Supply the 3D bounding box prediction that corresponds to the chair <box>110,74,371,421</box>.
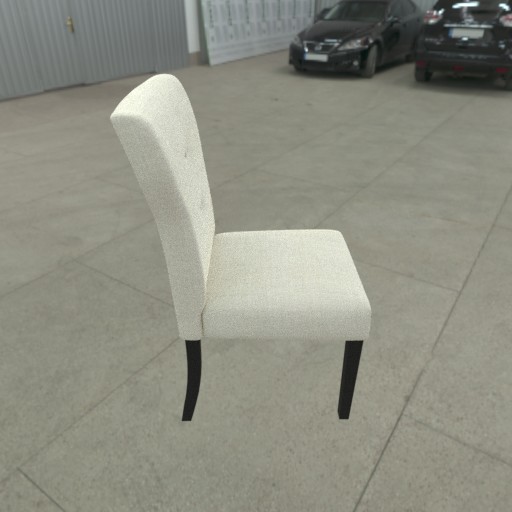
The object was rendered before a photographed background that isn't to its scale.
[{"bbox_3d":[0.000,0.000,1.280,0.597,0.921,0.509,-1,31,-1],"label":"chair"}]
